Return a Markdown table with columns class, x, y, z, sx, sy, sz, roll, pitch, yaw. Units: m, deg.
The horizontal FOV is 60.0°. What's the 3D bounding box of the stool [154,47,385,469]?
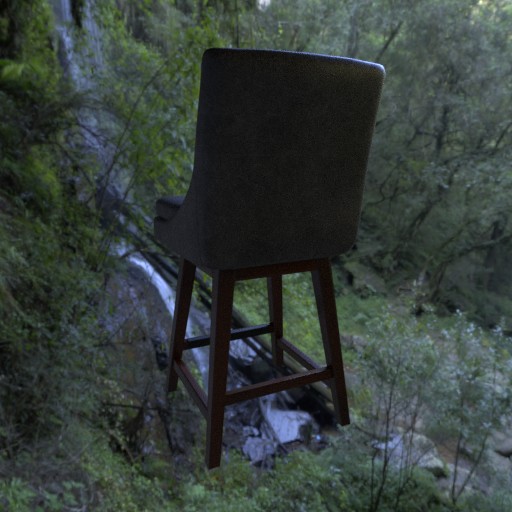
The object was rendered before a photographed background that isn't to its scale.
| class | x | y | z | sx | sy | sz | roll | pitch | yaw |
| --- | --- | --- | --- | --- | --- | --- | --- | --- | --- |
| stool | 0.000 | 0.000 | 1.344 | 0.492 | 1.046 | 0.587 | -7 | 15 | -25 |
